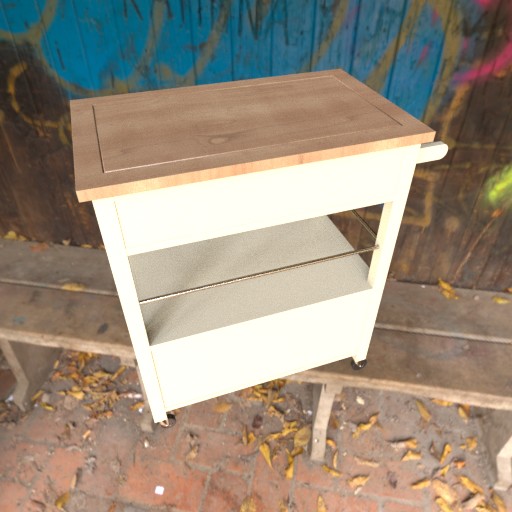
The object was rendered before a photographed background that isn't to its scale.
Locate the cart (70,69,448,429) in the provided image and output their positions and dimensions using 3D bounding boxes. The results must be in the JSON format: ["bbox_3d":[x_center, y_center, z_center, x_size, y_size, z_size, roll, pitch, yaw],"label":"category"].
[{"bbox_3d":[0.000,0.000,1.353,0.840,0.901,0.459,-13,42,-14],"label":"cart"}]
